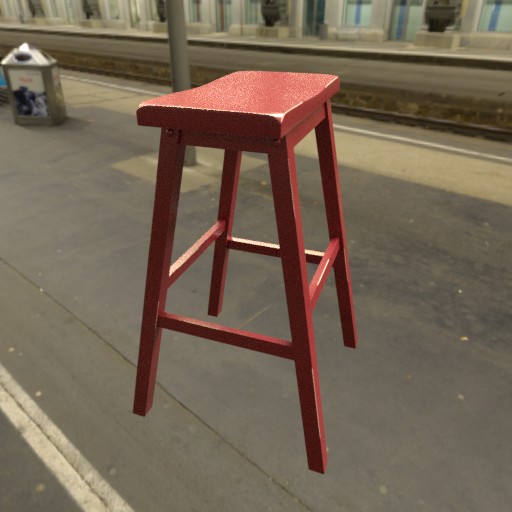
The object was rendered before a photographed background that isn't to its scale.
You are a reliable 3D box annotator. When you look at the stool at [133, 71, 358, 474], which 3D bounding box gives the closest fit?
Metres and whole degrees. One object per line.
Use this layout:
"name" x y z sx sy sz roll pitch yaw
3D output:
"stool" 0.000 0.000 1.020 0.476 0.737 0.457 10 31 17
